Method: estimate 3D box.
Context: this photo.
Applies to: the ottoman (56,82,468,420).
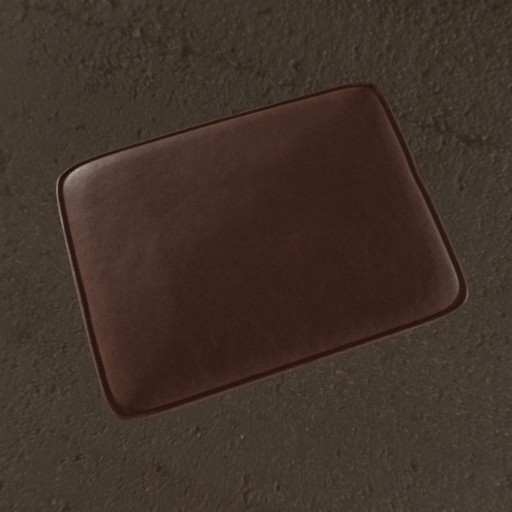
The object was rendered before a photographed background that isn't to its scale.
[{"bbox_3d":[0.000,0.000,1.074,0.749,0.449,0.548,-18,77,-4],"label":"ottoman"}]
